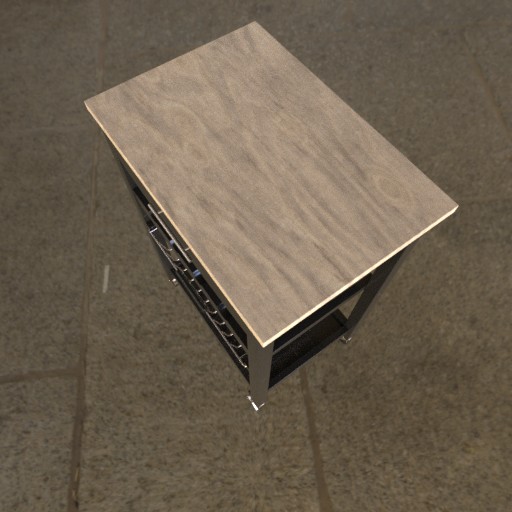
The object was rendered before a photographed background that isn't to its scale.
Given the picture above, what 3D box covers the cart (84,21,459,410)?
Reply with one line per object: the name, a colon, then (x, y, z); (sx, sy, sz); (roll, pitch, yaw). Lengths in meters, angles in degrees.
cart: (0.000, 0.000, 1.157); (0.403, 0.839, 0.584); (-33, 68, -15)
